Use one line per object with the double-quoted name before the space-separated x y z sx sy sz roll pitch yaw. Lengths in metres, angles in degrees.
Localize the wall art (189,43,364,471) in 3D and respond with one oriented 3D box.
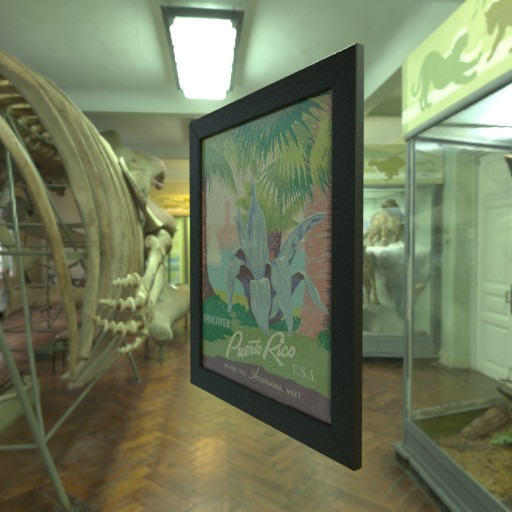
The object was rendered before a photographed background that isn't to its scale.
"wall art" 0.000 0.000 0.800 0.018 0.582 0.481 -1 2 -36
